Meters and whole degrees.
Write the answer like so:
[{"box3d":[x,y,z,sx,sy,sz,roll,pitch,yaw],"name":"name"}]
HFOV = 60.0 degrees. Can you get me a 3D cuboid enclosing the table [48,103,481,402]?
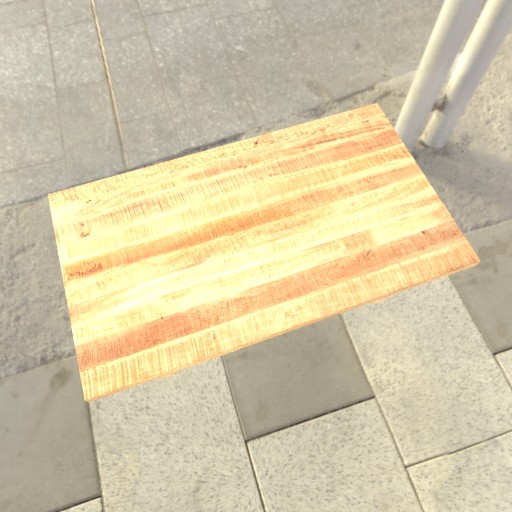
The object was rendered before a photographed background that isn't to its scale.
[{"box3d":[0.000,0.000,1.739,1.320,0.455,0.760,-18,65,-9],"name":"table"}]
